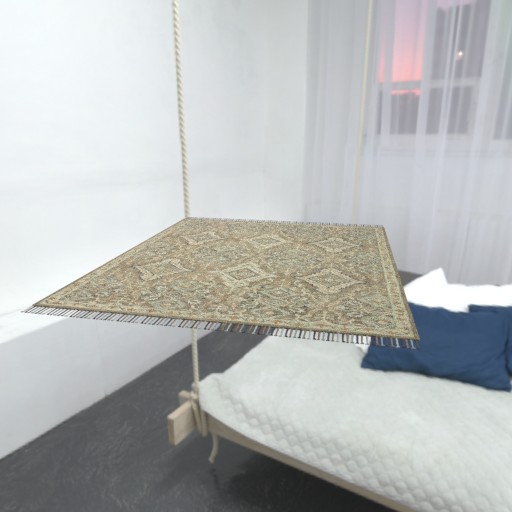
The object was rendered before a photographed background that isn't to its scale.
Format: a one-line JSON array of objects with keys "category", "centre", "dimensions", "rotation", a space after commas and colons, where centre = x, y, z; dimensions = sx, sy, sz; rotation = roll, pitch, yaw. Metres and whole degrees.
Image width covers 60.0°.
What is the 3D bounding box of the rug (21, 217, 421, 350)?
[{"category": "rug", "centre": [0.000, 0.000, 4.019], "dimensions": [2.437, 0.010, 3.056], "rotation": [3, 17, 11]}]
